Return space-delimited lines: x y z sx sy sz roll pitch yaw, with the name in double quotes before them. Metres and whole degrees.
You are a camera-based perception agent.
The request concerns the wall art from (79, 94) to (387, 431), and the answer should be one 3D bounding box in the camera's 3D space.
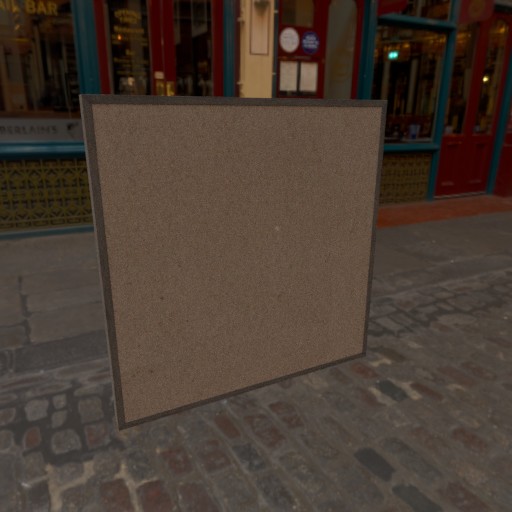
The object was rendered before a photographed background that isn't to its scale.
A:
"wall art" 0.000 0.000 1.135 0.762 0.762 0.038 -9 20 -26
